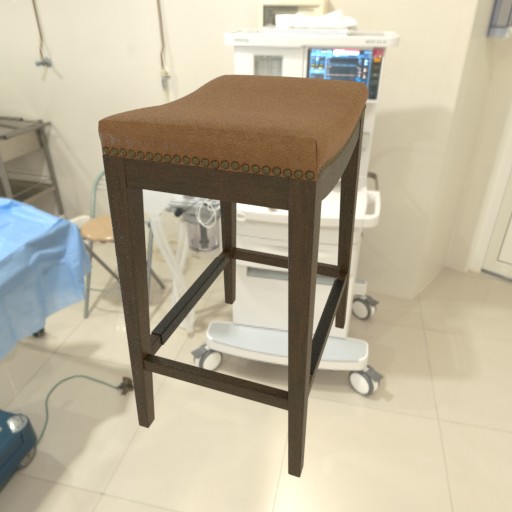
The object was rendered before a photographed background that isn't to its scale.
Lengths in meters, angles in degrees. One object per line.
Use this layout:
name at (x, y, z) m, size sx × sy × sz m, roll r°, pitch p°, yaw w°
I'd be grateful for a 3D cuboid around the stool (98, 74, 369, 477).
stool at (0.000, 0.000, 0.949) m, size 0.361 × 0.660 × 0.500 m, roll 10°, pitch 32°, yaw 17°
